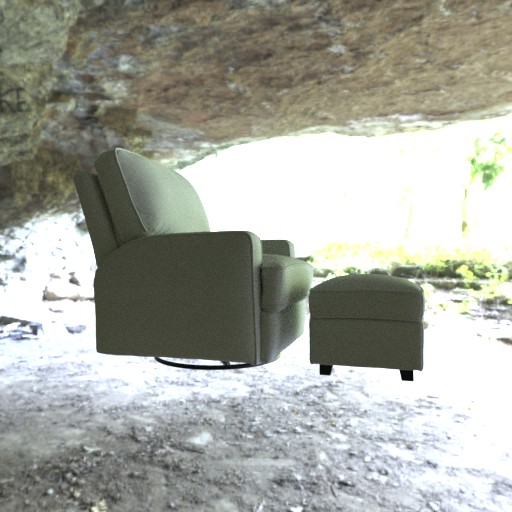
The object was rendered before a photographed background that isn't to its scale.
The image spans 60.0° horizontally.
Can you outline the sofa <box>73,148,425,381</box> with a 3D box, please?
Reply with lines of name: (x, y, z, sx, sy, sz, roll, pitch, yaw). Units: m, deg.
sofa: (0.000, 0.000, 2.101, 1.472, 0.959, 0.861, 0, -1, 16)
